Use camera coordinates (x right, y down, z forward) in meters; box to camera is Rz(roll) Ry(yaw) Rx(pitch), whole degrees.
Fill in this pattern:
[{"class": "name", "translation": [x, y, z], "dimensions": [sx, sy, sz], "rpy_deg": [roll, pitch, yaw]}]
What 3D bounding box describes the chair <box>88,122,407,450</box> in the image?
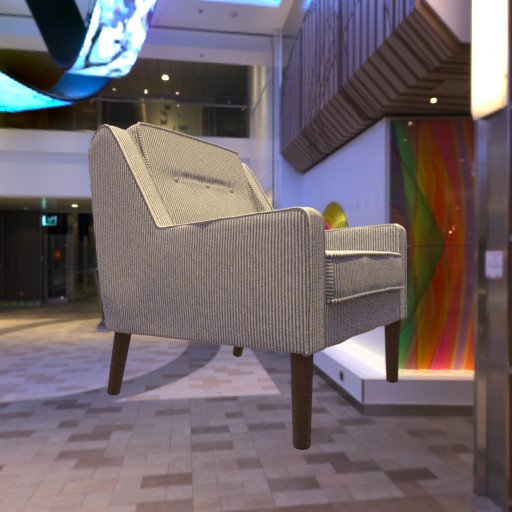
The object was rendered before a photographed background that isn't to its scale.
[{"class": "chair", "translation": [0.000, 0.000, 1.325], "dimensions": [0.743, 0.792, 0.663], "rpy_deg": [0, 0, 35]}]
